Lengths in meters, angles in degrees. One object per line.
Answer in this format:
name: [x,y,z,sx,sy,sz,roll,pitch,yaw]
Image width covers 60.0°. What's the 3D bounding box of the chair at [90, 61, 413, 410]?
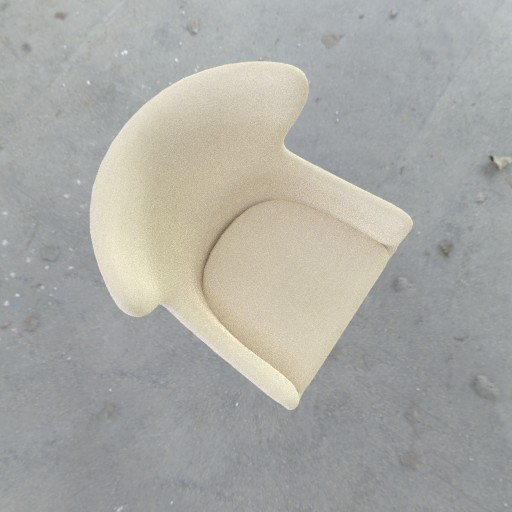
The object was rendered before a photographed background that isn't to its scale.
chair: [0.000,0.000,1.439,0.744,0.990,0.696,34,79,7]
